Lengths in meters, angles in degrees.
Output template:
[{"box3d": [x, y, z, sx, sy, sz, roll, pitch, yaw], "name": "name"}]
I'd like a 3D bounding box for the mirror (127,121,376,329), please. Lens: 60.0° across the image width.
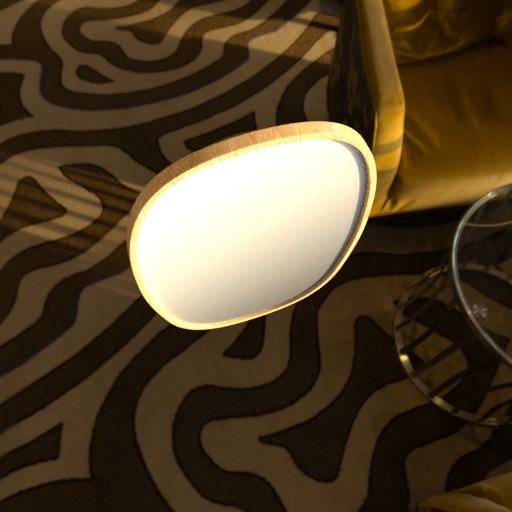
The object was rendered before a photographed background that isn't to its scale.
[{"box3d": [0.000, 0.000, 1.383, 0.724, 1.075, 0.037, -17, 65, -8], "name": "mirror"}]
